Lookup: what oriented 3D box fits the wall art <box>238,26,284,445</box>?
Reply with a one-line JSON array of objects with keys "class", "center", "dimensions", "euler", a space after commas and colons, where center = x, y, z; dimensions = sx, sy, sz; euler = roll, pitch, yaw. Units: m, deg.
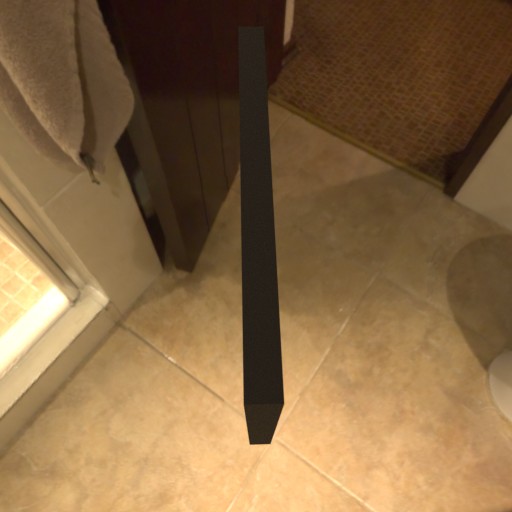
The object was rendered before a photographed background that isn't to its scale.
[{"class": "wall art", "center": [0.000, 0.000, 0.537], "dimensions": [0.028, 0.325, 0.397], "euler": [-1, 63, -1]}]
